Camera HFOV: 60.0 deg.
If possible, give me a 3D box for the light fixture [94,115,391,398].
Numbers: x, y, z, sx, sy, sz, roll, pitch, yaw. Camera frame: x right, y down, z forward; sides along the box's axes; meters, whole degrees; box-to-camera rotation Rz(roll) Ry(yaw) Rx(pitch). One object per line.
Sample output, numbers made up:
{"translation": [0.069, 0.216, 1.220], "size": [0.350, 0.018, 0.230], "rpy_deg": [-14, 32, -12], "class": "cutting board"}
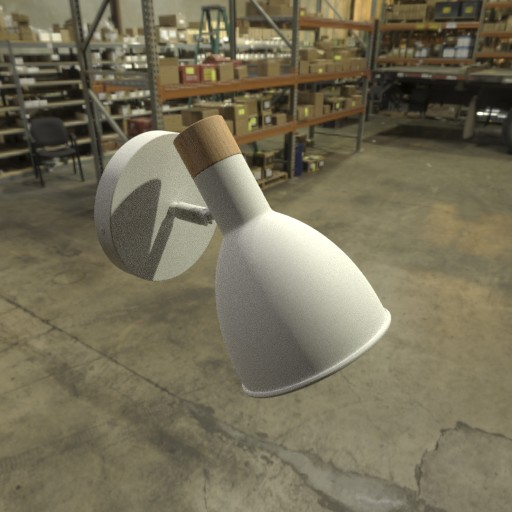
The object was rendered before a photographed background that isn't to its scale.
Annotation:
{"translation": [0.000, 0.000, 0.336], "size": [0.209, 0.199, 0.127], "rpy_deg": [17, 30, 31], "class": "light fixture"}
